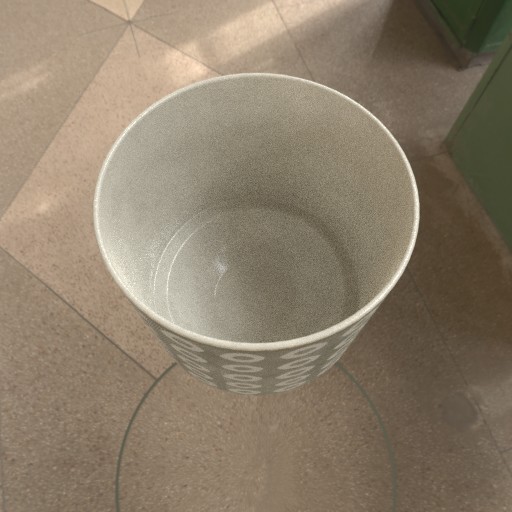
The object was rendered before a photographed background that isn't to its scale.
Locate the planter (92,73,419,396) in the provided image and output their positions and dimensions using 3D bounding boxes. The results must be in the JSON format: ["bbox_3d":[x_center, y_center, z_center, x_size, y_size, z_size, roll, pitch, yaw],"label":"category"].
[{"bbox_3d":[0.000,0.000,0.341,0.190,0.181,0.190,0,64,0],"label":"planter"}]
